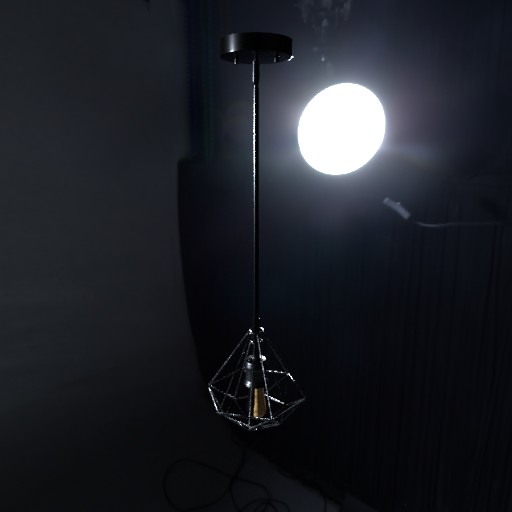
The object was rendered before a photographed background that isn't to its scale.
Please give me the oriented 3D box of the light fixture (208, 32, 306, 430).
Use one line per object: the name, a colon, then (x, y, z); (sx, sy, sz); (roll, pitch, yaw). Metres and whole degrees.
light fixture: (0.000, 0.000, 1.979); (0.431, 1.764, 0.487); (13, 19, 42)
